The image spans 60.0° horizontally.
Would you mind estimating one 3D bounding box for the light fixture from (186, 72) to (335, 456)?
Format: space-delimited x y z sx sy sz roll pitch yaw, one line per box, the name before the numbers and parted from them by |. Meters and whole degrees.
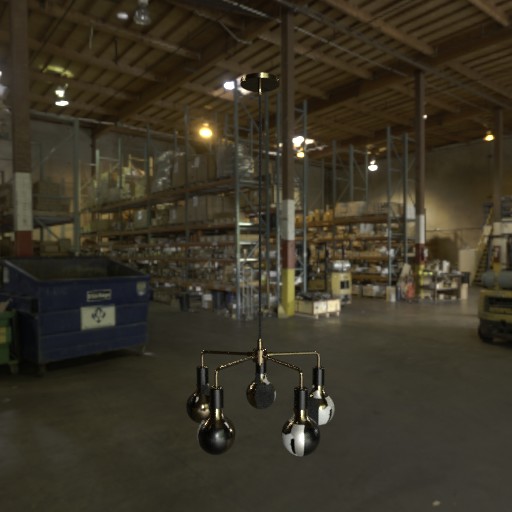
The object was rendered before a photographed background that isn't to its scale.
light fixture | 0.000 0.000 1.237 0.438 0.988 0.421 0 0 38
